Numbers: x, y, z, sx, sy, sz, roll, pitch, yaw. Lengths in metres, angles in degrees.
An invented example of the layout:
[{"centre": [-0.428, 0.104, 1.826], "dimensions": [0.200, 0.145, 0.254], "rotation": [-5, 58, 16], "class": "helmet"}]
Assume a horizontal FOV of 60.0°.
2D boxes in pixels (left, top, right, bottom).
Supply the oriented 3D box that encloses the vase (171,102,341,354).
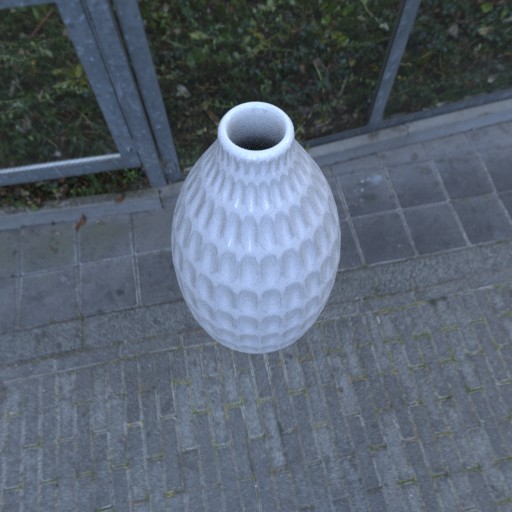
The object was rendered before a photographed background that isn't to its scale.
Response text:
[{"centre": [0.000, 0.000, 0.348], "dimensions": [0.127, 0.282, 0.127], "rotation": [0, 63, 0], "class": "vase"}]
